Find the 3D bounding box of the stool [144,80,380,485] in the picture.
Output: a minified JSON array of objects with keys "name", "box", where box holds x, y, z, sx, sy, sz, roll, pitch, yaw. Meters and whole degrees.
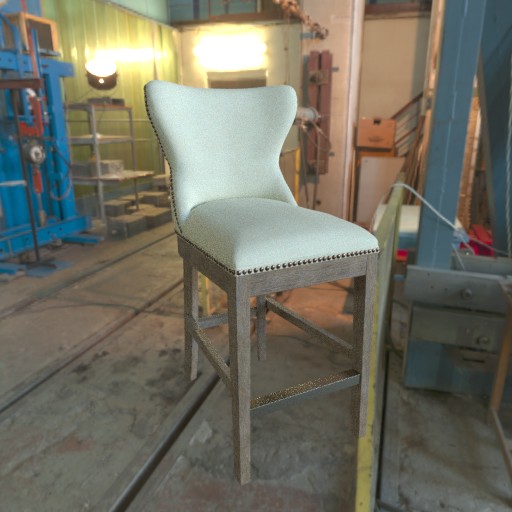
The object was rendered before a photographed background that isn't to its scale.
[{"name":"stool","box":[0.000,0.000,1.306,0.498,0.981,0.608,-9,19,-26]}]
